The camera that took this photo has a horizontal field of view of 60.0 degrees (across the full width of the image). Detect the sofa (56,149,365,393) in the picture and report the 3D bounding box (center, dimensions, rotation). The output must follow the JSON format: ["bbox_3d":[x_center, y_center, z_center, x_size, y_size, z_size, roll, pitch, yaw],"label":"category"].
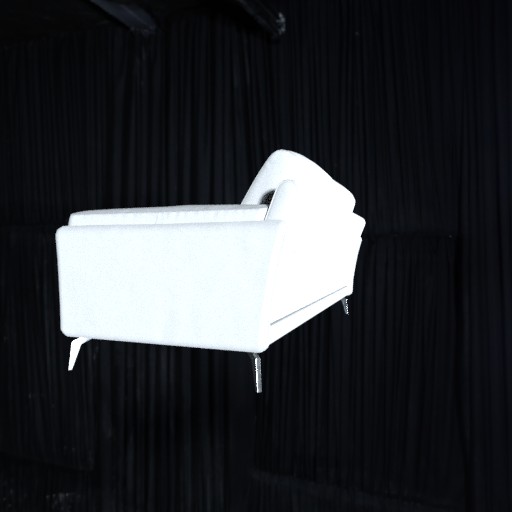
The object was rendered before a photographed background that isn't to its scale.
[{"bbox_3d":[0.000,0.000,2.644,1.049,0.930,2.101,0,1,20],"label":"sofa"}]
